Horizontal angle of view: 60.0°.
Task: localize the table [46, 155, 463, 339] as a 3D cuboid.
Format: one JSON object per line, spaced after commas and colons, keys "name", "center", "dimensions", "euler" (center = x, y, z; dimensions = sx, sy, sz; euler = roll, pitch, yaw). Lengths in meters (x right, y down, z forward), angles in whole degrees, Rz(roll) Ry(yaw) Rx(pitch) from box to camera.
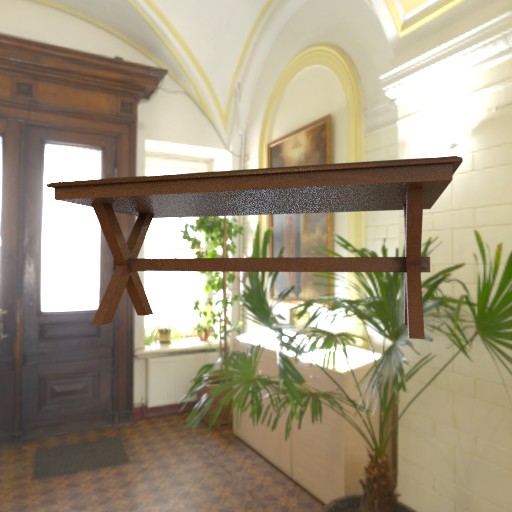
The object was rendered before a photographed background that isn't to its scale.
{"name": "table", "center": [0.000, 0.000, 1.500], "dimensions": [1.197, 0.459, 0.594], "euler": [0, -1, 16]}
